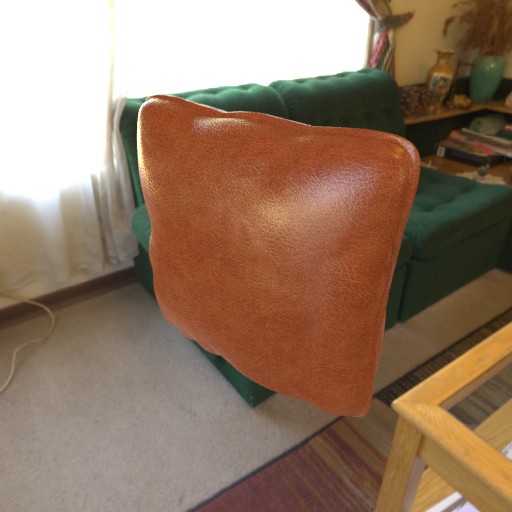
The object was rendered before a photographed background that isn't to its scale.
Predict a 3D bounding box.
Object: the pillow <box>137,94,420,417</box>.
[{"bbox_3d":[0.000,0.000,0.814,0.532,0.523,0.236,21,37,32],"label":"pillow"}]
